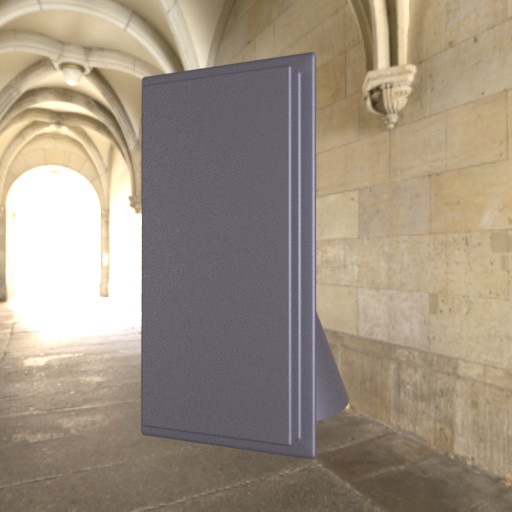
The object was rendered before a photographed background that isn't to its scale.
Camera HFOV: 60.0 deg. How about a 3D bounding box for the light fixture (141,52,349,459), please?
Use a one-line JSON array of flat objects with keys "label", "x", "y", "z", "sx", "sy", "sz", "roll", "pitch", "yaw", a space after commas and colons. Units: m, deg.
[{"label": "light fixture", "x": 0.000, "y": 0.000, "z": 0.425, "sx": 0.170, "sy": 0.298, "sz": 0.207, "roll": 0, "pitch": 0, "yaw": 18}]
